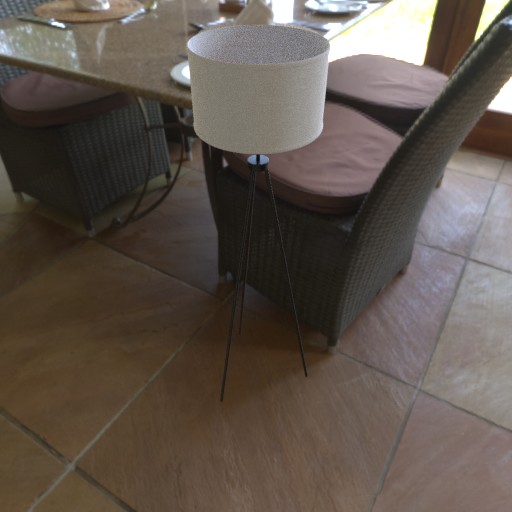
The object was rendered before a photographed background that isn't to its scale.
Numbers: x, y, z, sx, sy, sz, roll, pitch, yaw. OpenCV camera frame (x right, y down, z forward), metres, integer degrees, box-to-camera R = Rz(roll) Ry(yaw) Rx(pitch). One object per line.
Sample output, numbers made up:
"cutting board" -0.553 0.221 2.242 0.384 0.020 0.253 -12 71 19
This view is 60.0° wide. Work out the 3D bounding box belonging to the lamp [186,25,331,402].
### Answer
"lamp" 0.000 0.000 1.737 0.448 1.545 0.458 24 46 26
